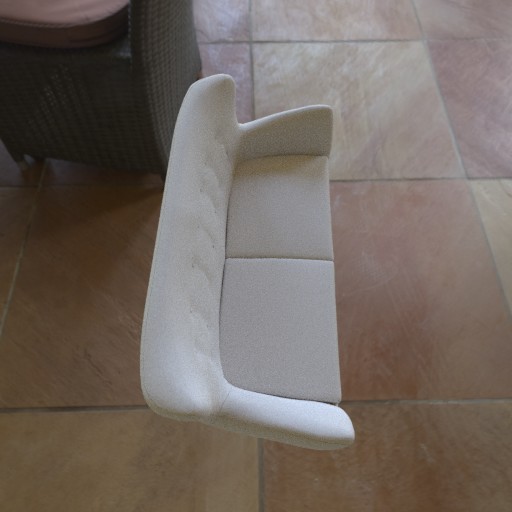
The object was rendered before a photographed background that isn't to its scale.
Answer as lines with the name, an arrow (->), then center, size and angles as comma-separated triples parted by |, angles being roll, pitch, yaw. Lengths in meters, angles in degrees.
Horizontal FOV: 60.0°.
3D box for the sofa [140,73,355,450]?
sofa -> 0.000, 0.000, 2.398 | 0.899, 0.890, 1.930 | 2, 62, 1
